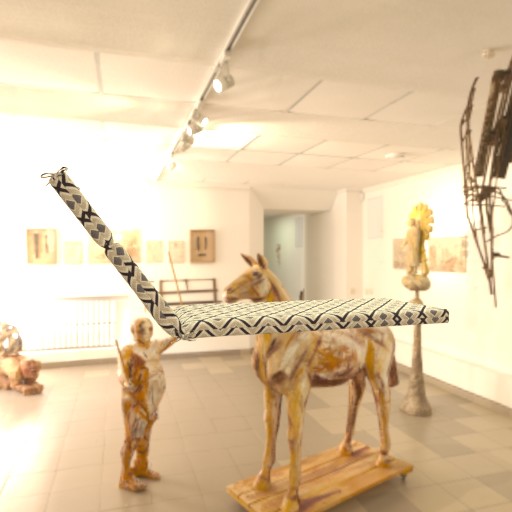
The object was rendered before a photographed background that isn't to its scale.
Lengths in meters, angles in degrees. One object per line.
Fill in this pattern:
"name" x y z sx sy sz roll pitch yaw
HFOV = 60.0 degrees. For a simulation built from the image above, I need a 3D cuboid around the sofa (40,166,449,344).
"sofa" 0.000 0.000 1.968 1.663 0.622 0.582 0 1 -17
